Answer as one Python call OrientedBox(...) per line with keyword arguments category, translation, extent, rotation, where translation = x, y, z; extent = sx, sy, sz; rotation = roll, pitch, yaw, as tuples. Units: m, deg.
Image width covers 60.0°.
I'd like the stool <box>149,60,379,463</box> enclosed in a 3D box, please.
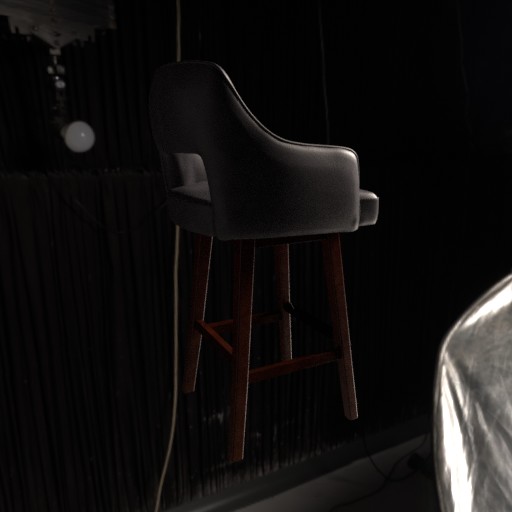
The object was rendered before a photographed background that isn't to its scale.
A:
OrientedBox(category="stool", translation=(0.000, 0.000, 1.353), extent=(0.560, 1.041, 0.550), rotation=(-7, 16, -27))
